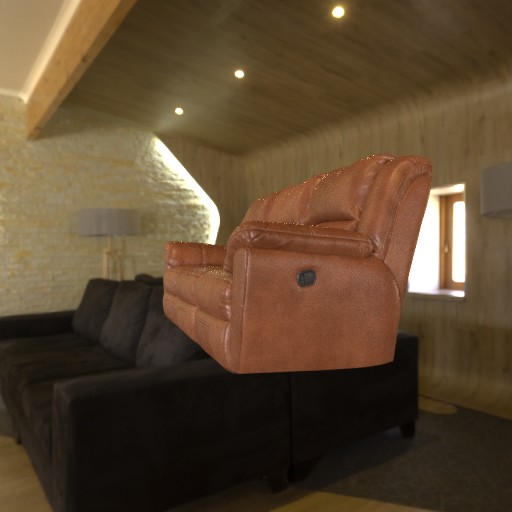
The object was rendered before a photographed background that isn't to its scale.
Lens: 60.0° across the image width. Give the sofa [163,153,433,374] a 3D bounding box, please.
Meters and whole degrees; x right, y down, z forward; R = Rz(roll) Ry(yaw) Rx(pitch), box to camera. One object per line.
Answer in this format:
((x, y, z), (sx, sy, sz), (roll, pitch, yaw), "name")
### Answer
((0.000, 0.000, 2.912), (0.991, 1.043, 2.337), (0, 0, -19), "sofa")
